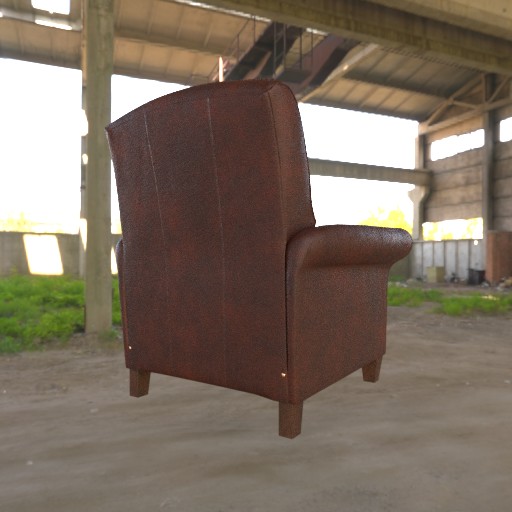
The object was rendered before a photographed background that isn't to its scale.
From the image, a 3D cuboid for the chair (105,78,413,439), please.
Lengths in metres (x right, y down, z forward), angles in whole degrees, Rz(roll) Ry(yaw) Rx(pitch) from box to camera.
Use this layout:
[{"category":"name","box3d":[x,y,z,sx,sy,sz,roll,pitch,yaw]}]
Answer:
[{"category":"chair","box3d":[0.000,0.000,1.755,0.978,1.061,0.902,0,0,35]}]
